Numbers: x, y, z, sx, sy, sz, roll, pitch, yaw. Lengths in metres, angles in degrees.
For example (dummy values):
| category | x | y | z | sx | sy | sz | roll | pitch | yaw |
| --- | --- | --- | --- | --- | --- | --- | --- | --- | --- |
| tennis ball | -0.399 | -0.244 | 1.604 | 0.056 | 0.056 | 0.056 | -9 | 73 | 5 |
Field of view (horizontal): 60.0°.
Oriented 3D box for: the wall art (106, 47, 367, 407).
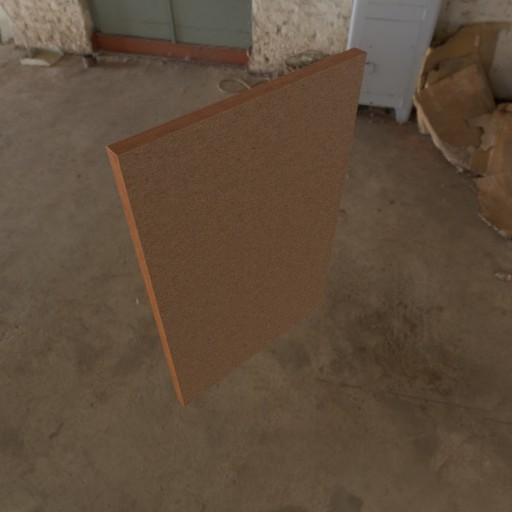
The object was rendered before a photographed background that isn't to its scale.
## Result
| category | x | y | z | sx | sy | sz | roll | pitch | yaw |
| --- | --- | --- | --- | --- | --- | --- | --- | --- | --- |
| wall art | 0.000 | 0.000 | 1.179 | 0.610 | 0.914 | 0.037 | -32 | 54 | -26 |
